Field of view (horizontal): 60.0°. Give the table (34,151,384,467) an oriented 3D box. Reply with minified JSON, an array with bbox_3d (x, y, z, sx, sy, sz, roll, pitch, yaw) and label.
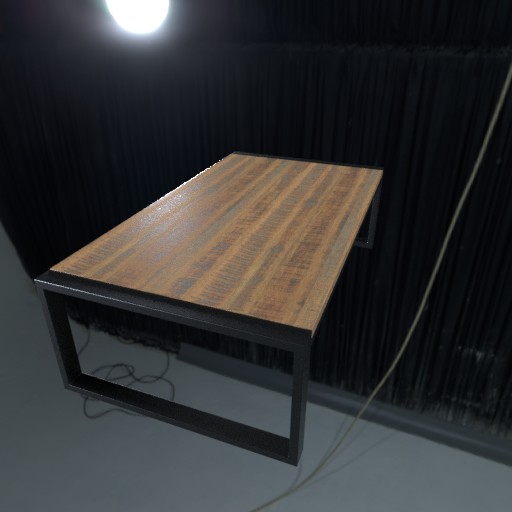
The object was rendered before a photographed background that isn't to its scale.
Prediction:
[{"bbox_3d":[0.000,0.000,1.714,0.750,0.400,1.350,11,30,19],"label":"table"}]
